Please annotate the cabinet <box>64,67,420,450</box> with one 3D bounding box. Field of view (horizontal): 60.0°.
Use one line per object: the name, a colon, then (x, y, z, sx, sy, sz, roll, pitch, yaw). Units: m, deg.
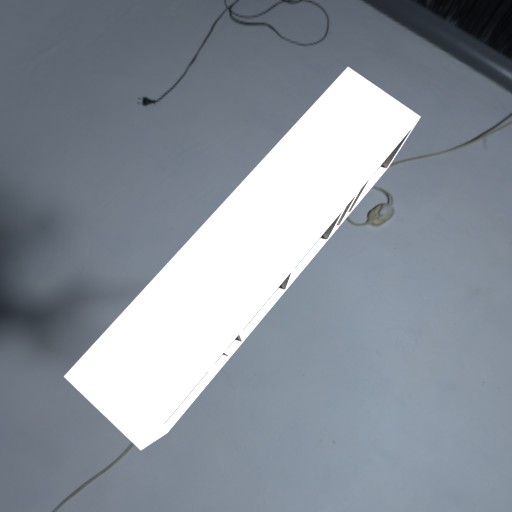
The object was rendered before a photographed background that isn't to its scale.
cabinet: (0.000, 0.000, 2.612, 0.499, 0.779, 2.198, 39, 78, 10)
